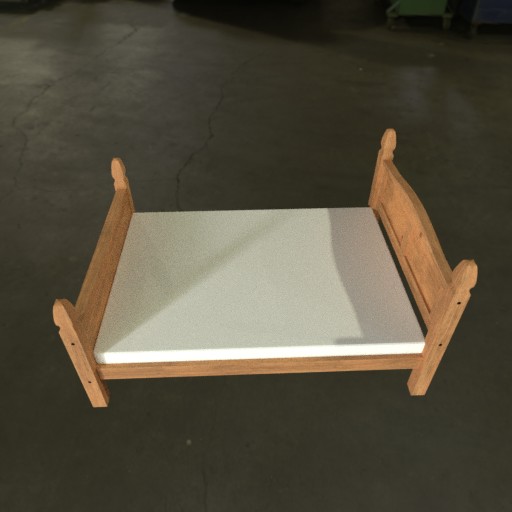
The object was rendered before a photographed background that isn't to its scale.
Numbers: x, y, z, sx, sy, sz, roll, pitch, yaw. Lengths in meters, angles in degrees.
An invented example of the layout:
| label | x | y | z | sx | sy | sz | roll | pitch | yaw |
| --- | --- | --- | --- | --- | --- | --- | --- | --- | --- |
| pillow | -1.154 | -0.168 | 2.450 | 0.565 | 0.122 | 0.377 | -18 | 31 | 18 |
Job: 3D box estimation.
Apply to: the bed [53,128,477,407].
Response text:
| label | x | y | z | sx | sy | sz | roll | pitch | yaw |
| --- | --- | --- | --- | --- | --- | --- | --- | --- | --- |
| bed | 0.000 | 0.000 | 2.953 | 2.069 | 1.100 | 1.490 | -2 | 41 | -2 |
